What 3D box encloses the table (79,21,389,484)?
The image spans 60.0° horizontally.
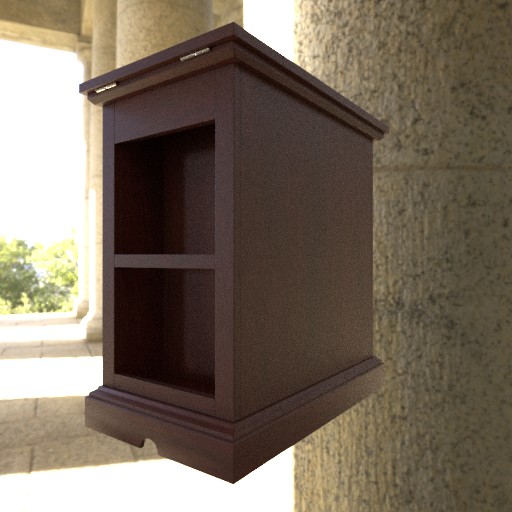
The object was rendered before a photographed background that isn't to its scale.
[{"bbox_3d":[0.000,0.000,0.920,0.356,0.612,0.584,0,0,36],"label":"table"}]
